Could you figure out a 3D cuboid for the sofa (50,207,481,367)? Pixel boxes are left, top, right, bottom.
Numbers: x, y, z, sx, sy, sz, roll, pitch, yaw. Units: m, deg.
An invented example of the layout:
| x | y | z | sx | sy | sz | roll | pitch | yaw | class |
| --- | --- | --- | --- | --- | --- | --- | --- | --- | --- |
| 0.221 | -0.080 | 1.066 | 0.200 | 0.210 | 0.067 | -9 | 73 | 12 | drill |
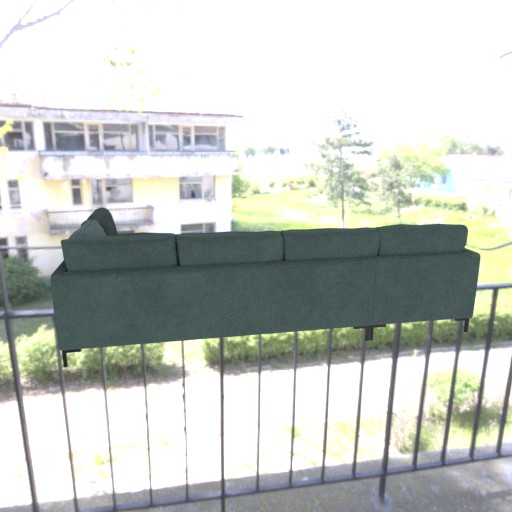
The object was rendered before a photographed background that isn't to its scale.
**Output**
| x | y | z | sx | sy | sz | roll | pitch | yaw | class |
| --- | --- | --- | --- | --- | --- | --- | --- | --- | --- |
| 0.000 | 0.000 | 3.282 | 2.486 | 0.687 | 1.707 | -3 | 15 | -10 | sofa |
